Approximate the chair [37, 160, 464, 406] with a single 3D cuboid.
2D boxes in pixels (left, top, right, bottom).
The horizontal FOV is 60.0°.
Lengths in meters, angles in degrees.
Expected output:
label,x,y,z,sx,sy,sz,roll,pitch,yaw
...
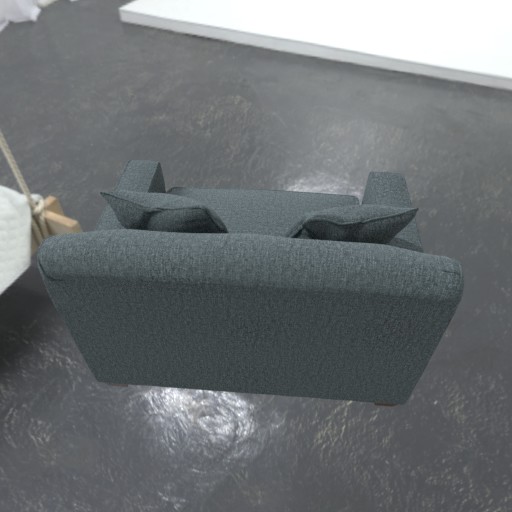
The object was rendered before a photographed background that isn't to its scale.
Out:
label,x,y,z,sx,sy,sz,roll,pitch,yaw
chair,0.000,0.000,2.007,1.383,0.948,1.000,3,47,3
